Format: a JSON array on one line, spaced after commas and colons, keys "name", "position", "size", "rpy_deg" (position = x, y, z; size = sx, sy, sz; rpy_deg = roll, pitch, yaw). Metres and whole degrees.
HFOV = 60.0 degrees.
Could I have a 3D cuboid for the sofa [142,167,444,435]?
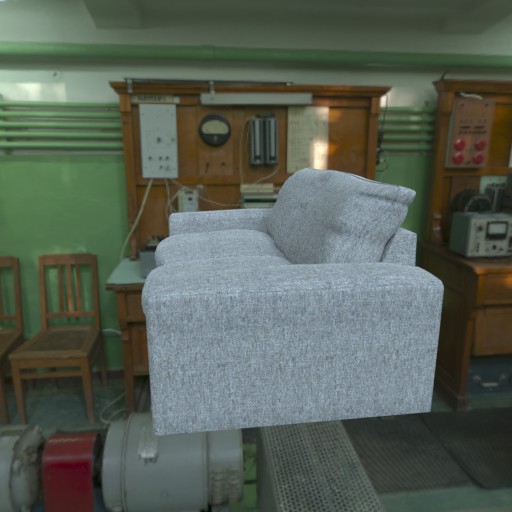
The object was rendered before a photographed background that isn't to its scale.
[{"name": "sofa", "position": [0.000, 0.000, 2.342], "size": [1.094, 0.877, 1.758], "rpy_deg": [-2, 14, -8]}]
